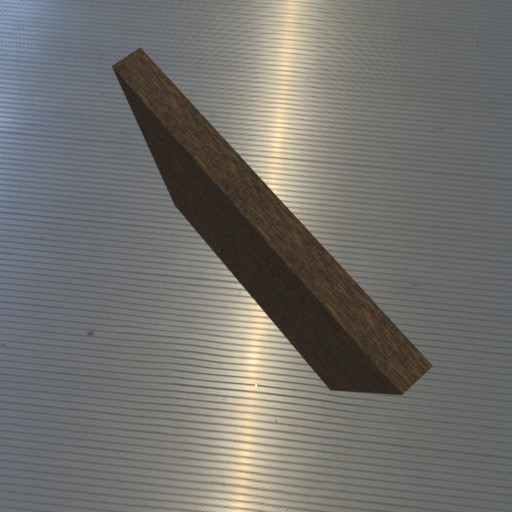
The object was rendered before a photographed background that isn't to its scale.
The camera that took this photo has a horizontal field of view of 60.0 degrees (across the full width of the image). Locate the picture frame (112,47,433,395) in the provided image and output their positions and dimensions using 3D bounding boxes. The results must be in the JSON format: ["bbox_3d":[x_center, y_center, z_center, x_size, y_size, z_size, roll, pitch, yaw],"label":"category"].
[{"bbox_3d":[0.000,0.000,0.531,0.033,0.330,0.378,-39,77,-10],"label":"picture frame"}]
